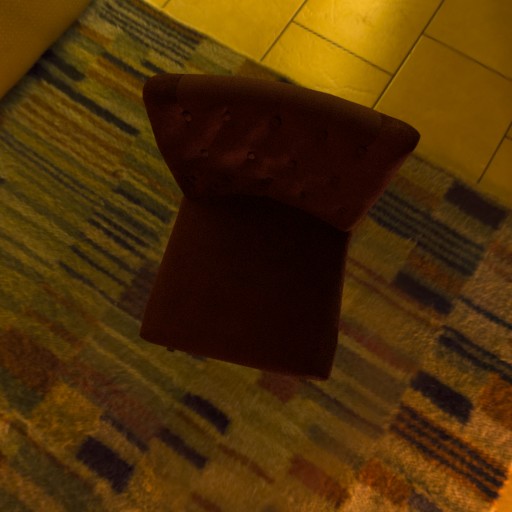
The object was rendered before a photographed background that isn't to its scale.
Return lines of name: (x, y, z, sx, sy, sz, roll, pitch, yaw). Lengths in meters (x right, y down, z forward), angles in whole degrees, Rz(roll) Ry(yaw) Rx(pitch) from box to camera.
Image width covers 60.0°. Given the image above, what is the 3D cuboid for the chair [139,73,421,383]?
chair: (0.000, 0.000, 1.207, 0.582, 0.750, 0.605, 12, 76, 3)
